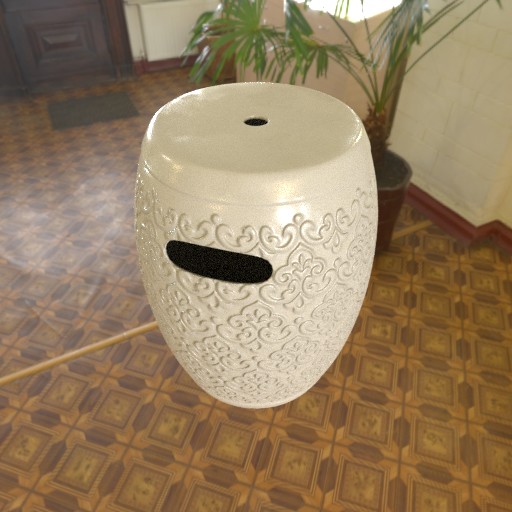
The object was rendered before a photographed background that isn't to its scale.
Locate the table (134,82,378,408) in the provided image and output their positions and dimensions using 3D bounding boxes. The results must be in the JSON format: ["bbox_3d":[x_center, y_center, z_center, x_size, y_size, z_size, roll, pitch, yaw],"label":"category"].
[{"bbox_3d":[0.000,0.000,0.612,0.309,0.397,0.309,0,41,0],"label":"table"}]
